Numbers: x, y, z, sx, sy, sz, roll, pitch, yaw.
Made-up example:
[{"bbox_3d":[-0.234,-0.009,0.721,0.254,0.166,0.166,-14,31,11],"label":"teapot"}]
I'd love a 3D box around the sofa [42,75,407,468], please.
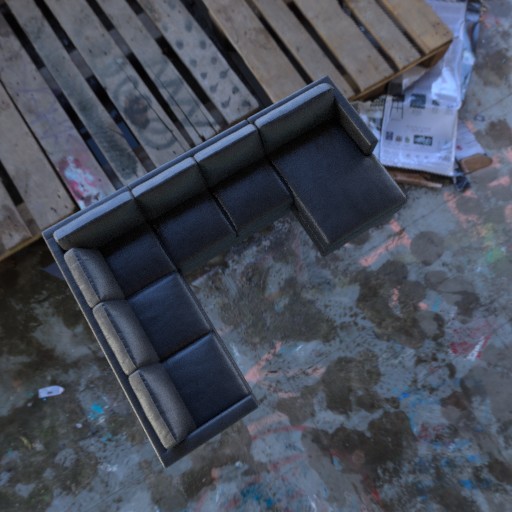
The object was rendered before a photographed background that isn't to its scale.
[{"bbox_3d":[0.000,0.000,4.465,3.324,0.891,2.452,-31,77,-8],"label":"sofa"}]
